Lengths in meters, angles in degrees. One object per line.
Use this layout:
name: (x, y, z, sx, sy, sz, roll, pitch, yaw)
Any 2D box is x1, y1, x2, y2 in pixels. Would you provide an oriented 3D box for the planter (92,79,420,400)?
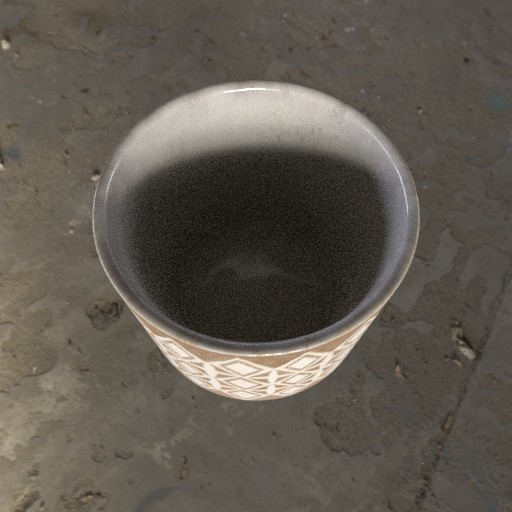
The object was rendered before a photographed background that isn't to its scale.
planter: (0.000, 0.000, 0.337, 0.193, 0.165, 0.193, 0, 64, 0)
